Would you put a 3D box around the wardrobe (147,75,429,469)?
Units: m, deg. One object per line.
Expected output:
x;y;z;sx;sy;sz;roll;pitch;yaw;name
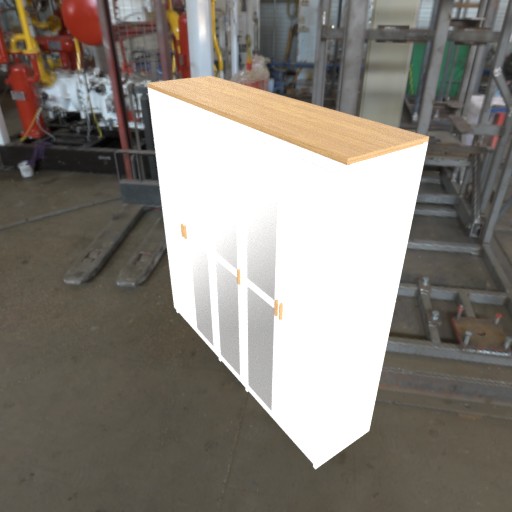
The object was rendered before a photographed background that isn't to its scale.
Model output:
0.000;0.000;3.406;0.590;2.260;2.160;-20;37;-30;wardrobe
